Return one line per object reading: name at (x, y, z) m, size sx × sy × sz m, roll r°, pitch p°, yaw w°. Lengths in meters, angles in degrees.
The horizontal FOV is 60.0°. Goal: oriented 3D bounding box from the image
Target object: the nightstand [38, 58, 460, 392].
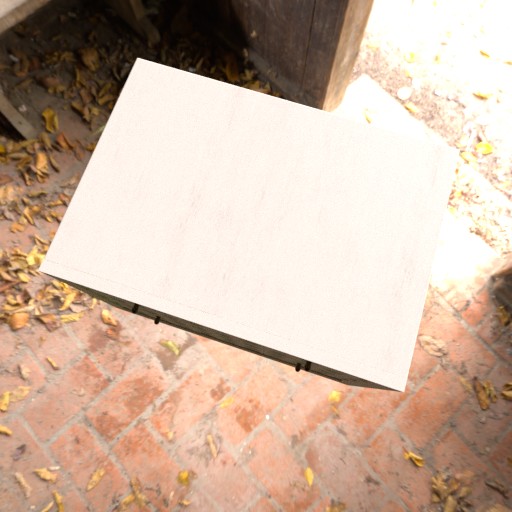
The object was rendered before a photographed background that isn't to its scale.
nightstand at (0.000, 0.000, 1.045) m, size 0.614 × 0.604 × 0.447 m, roll 18°, pitch 76°, yaw 5°
